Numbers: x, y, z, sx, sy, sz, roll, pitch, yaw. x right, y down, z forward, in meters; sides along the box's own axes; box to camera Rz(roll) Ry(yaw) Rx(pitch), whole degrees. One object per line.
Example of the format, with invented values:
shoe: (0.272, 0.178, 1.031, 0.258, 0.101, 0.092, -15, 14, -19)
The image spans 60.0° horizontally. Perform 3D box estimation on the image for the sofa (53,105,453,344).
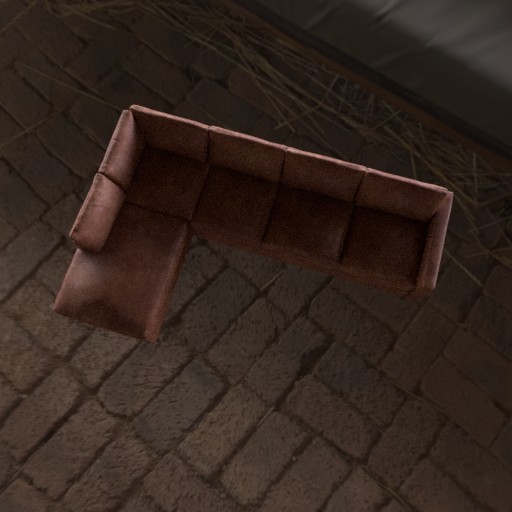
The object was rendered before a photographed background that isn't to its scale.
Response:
sofa: (0.000, 0.000, 3.861, 2.984, 0.877, 1.938, 16, 75, 4)
